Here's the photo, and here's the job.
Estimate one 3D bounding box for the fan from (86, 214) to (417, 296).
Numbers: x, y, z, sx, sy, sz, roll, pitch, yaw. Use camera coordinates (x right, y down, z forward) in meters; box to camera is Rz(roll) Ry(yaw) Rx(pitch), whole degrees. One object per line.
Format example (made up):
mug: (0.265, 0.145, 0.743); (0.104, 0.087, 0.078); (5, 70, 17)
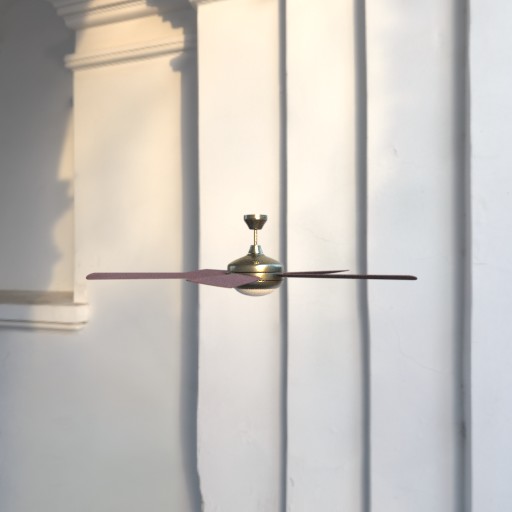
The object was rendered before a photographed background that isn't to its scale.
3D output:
fan: (0.000, 0.000, 1.948); (1.321, 0.356, 1.321); (0, 0, 35)
